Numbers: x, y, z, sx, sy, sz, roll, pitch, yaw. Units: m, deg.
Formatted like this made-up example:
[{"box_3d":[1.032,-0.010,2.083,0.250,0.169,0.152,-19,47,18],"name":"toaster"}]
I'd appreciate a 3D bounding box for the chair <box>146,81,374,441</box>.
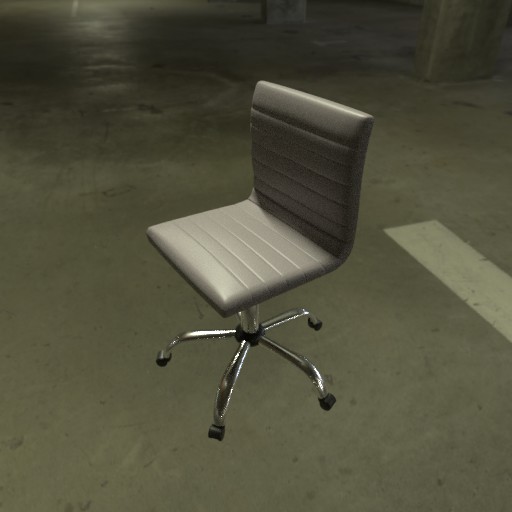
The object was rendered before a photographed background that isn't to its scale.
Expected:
[{"box_3d":[0.000,0.000,1.166,0.530,0.780,0.556,-22,40,-29],"name":"chair"}]
